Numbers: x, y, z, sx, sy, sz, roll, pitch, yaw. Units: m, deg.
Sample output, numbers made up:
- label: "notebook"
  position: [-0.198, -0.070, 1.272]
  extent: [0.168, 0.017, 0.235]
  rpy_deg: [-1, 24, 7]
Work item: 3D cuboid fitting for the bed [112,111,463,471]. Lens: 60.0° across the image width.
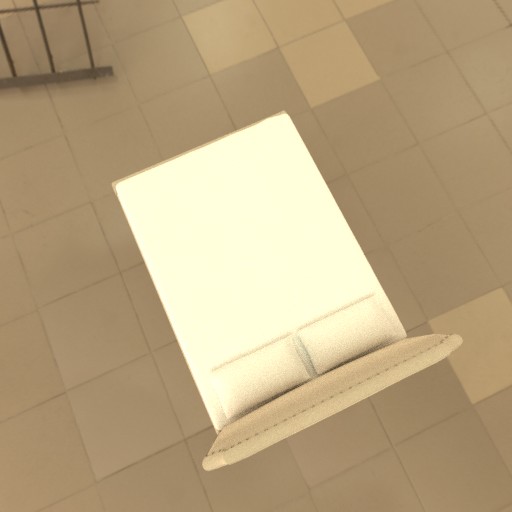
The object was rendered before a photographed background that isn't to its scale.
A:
- label: "bed"
  position: [0.000, 0.000, 3.419]
  extent: [1.713, 1.443, 2.372]
  rpy_deg: [-24, 77, -6]
